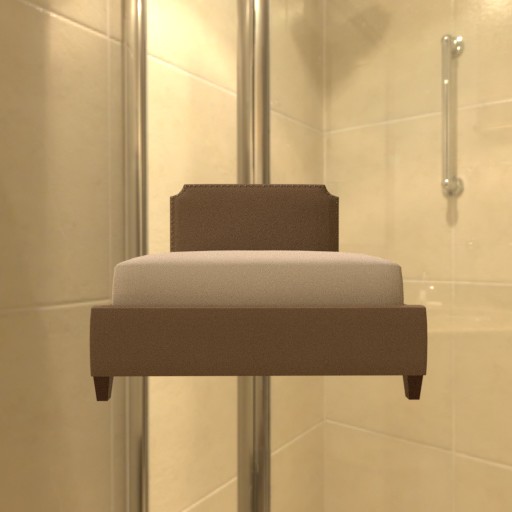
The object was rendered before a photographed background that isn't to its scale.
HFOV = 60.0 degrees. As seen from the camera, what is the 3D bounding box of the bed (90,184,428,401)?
[{"bbox_3d":[0.000,0.000,3.376,1.713,1.443,2.372,0,0,-1],"label":"bed"}]
